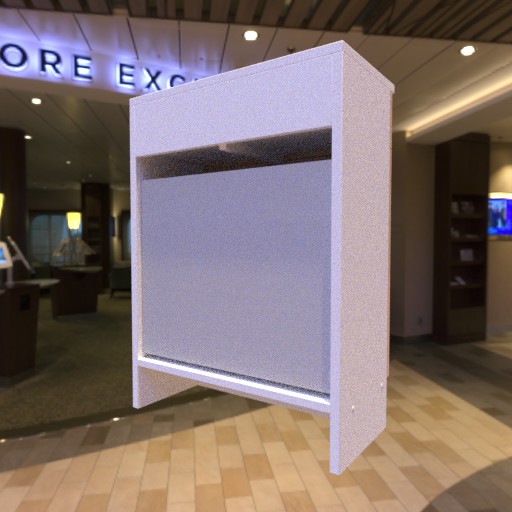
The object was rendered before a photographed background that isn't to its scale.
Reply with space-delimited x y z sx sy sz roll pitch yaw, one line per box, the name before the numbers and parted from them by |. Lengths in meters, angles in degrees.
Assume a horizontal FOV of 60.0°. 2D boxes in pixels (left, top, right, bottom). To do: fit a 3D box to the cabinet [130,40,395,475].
cabinet | 0.000 0.000 1.120 0.600 0.815 0.296 2 3 35
